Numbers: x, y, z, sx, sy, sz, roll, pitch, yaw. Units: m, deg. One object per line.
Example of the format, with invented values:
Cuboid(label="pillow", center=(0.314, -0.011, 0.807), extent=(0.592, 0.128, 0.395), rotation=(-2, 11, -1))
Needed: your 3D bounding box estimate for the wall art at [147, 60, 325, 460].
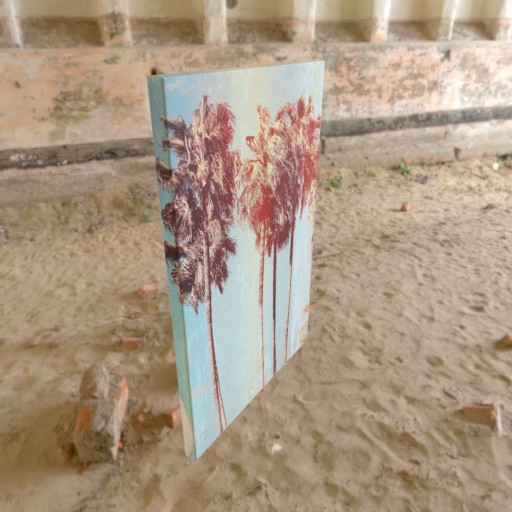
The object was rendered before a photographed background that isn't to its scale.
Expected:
Cuboid(label="wall art", center=(0.000, 0.000, 1.160), extent=(0.037, 0.915, 0.605), rotation=(17, 31, 30))
